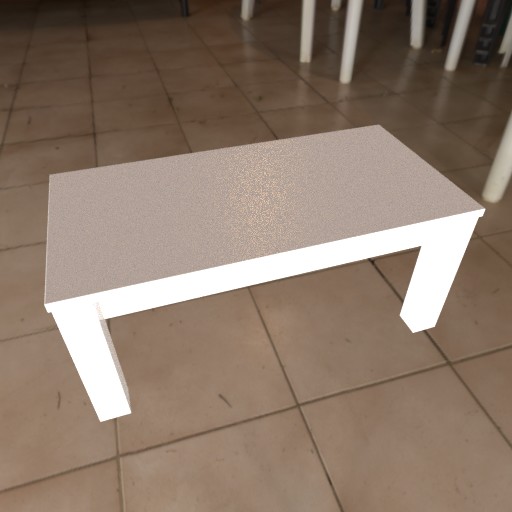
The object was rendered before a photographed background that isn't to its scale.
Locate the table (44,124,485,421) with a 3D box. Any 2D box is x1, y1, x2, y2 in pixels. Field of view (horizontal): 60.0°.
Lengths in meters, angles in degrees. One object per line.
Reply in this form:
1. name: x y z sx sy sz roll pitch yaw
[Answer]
1. table: 0.000 0.000 2.288 1.800 0.790 0.900 -12 42 -14
